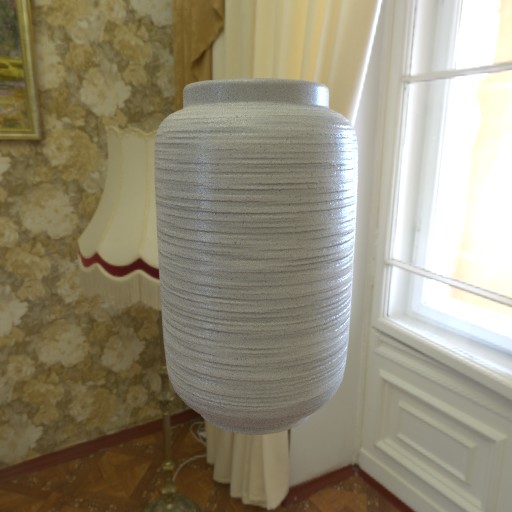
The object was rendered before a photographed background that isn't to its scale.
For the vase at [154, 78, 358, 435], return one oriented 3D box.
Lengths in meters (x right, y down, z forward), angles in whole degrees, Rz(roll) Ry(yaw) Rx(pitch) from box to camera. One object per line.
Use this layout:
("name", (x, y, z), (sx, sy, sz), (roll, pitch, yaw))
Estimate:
("vase", (0.000, 0.000, 0.469), (0.202, 0.335, 0.202), (0, 15, 0))
